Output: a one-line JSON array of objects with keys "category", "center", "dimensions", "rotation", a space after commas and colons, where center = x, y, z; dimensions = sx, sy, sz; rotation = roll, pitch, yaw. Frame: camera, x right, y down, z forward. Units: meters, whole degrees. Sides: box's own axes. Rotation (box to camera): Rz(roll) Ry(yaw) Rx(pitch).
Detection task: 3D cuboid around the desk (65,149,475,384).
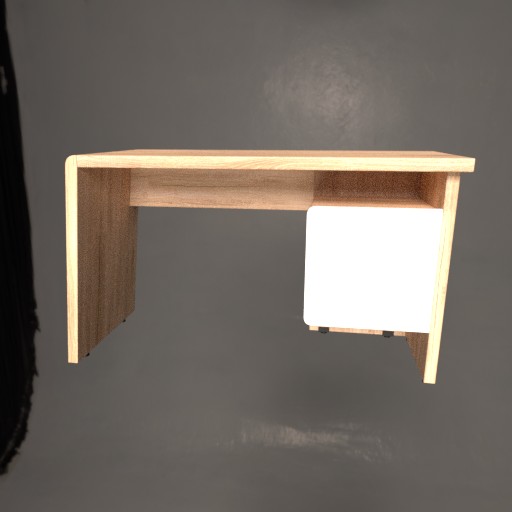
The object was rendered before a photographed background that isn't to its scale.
[{"category": "desk", "center": [0.000, 0.000, 1.653], "dimensions": [1.300, 0.750, 0.500], "rotation": [2, 16, 8]}]
